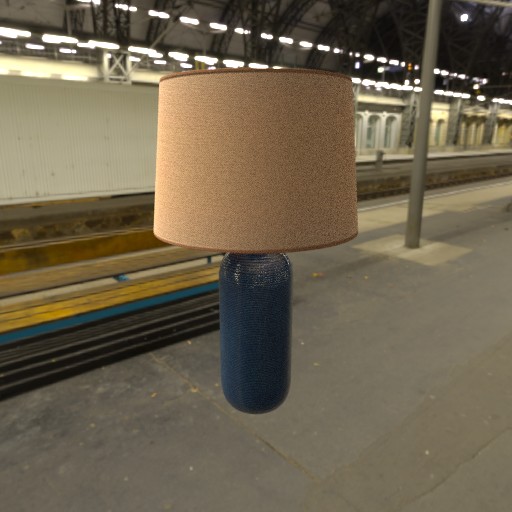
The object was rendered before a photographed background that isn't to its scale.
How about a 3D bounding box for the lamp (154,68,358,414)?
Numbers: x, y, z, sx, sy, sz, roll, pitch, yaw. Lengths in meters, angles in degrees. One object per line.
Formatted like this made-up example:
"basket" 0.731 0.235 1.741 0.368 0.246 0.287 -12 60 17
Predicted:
"lamp" 0.000 0.000 0.828 0.367 0.609 0.367 0 15 0
